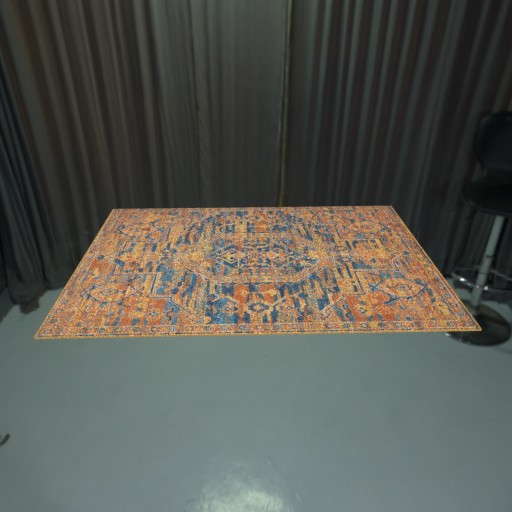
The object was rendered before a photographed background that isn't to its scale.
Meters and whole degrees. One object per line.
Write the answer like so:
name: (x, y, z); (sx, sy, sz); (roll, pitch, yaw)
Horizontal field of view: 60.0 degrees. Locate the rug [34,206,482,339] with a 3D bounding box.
rug: (0.000, 0.000, 3.758); (2.916, 0.019, 2.043); (-1, 30, -1)
